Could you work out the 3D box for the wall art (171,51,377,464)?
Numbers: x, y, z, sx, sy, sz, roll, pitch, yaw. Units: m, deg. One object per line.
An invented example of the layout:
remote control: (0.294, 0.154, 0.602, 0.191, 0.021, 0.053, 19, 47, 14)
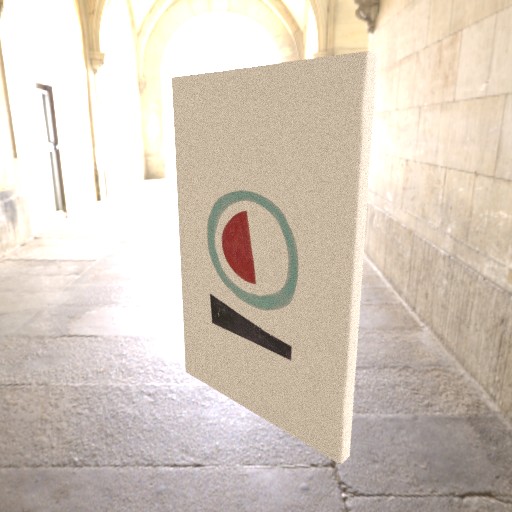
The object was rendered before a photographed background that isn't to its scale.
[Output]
wall art: (0.000, 0.000, 1.141, 0.602, 0.902, 0.048, 15, 22, 42)
